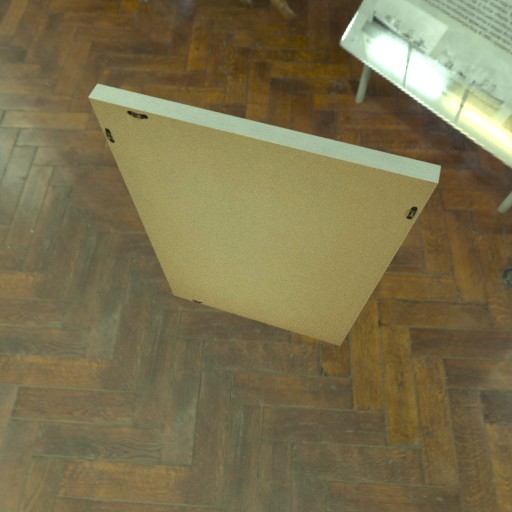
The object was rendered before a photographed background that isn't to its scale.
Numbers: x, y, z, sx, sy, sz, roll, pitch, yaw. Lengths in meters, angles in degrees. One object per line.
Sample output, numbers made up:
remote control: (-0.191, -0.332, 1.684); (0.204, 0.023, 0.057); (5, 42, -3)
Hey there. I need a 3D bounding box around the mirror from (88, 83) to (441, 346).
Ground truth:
mirror: (0.000, 0.000, 1.149); (0.609, 0.915, 0.041); (16, 64, 8)
